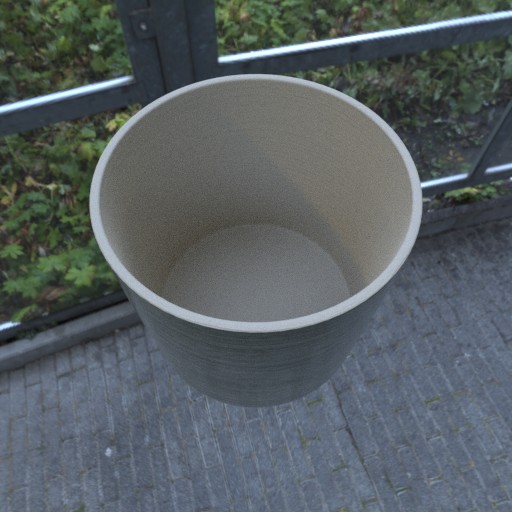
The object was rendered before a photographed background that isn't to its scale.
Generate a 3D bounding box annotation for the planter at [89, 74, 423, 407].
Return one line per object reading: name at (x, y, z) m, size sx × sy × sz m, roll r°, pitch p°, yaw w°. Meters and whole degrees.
planter at (0.000, 0.000, 0.385) m, size 0.221 × 0.201 × 0.221 m, roll 0°, pitch 58°, yaw 0°
